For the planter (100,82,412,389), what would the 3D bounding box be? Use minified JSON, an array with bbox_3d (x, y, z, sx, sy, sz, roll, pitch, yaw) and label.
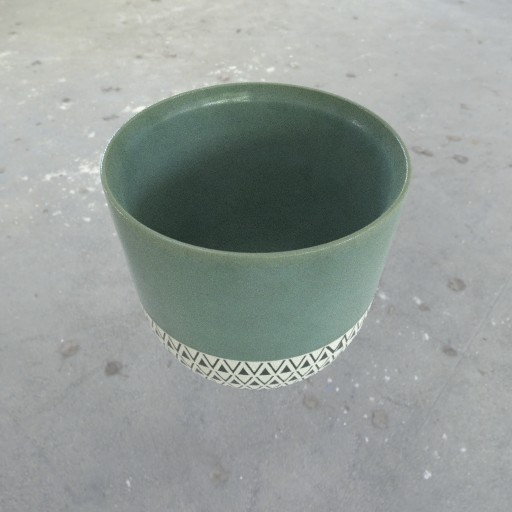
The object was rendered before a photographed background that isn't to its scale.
[{"bbox_3d":[0.000,0.000,0.484,0.266,0.270,0.266,0,46,0],"label":"planter"}]
